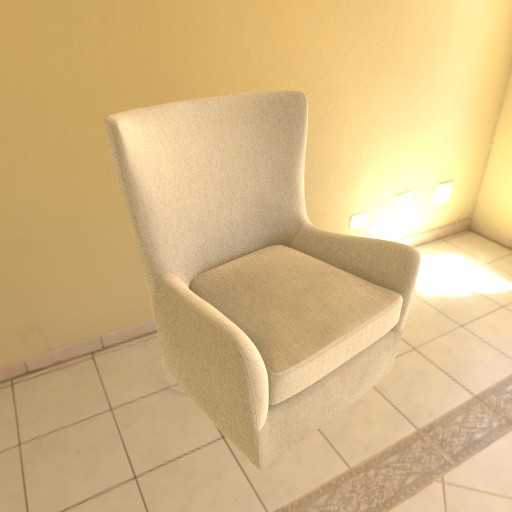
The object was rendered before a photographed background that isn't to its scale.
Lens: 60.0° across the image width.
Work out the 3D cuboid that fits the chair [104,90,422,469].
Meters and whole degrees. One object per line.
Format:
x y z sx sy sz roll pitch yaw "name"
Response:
0.000 0.000 1.598 0.779 1.000 0.904 -22 37 -33 "chair"
